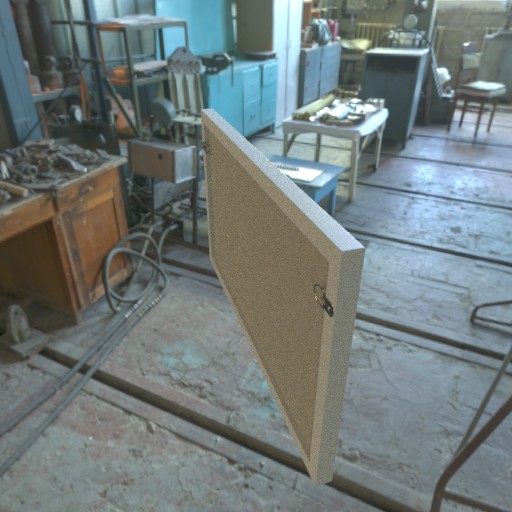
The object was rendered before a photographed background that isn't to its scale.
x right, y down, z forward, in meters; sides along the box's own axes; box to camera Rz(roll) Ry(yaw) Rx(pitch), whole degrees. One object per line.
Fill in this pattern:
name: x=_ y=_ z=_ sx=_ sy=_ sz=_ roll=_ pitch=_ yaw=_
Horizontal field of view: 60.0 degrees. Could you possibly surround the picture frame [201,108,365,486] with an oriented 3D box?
picture frame: x=0.000 y=0.000 z=0.791 sx=0.044 sy=0.379 sz=0.647 roll=-10 pitch=32 yaw=-16
